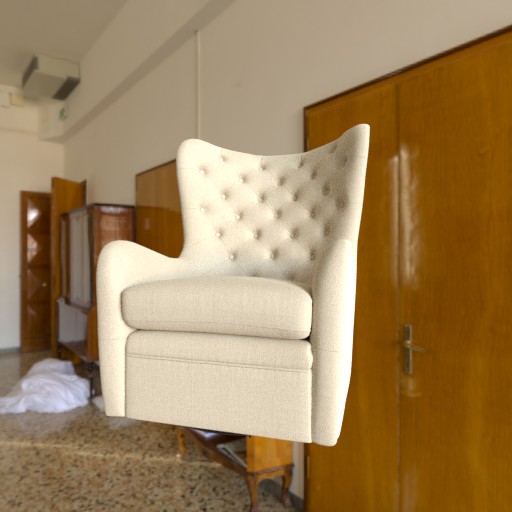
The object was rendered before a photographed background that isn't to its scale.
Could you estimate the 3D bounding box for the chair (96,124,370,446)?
[{"bbox_3d":[0.000,0.000,1.714,0.831,1.079,0.929,0,0,18],"label":"chair"}]
